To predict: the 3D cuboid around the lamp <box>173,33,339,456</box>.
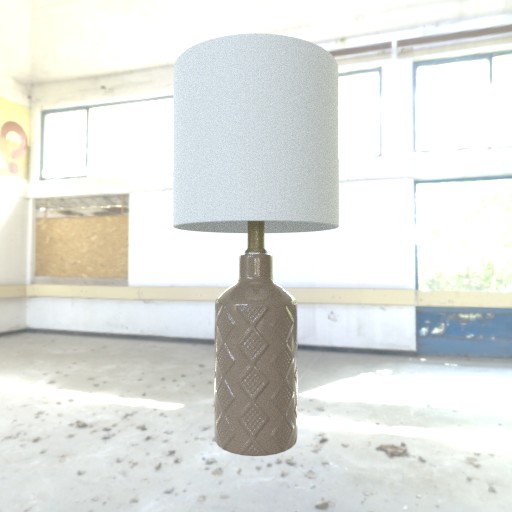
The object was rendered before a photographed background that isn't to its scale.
[{"bbox_3d":[0.000,0.000,0.560,0.207,0.461,0.207,0,-1,18],"label":"lamp"}]
